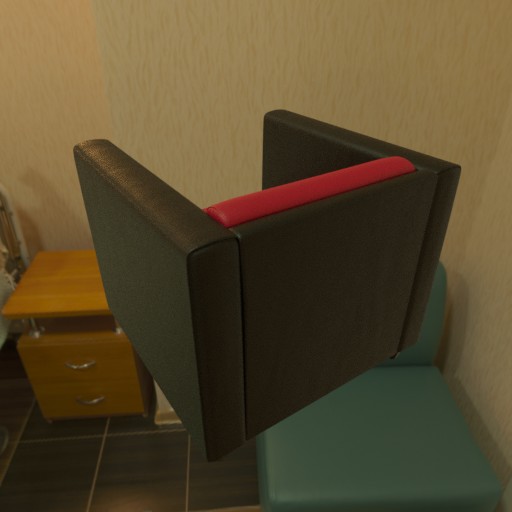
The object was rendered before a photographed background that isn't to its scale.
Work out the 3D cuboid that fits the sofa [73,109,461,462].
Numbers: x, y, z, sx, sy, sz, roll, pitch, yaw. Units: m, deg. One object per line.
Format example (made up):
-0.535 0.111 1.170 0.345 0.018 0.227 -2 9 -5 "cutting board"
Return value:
0.000 0.000 1.457 0.839 0.724 0.809 -19 36 -29 "sofa"
